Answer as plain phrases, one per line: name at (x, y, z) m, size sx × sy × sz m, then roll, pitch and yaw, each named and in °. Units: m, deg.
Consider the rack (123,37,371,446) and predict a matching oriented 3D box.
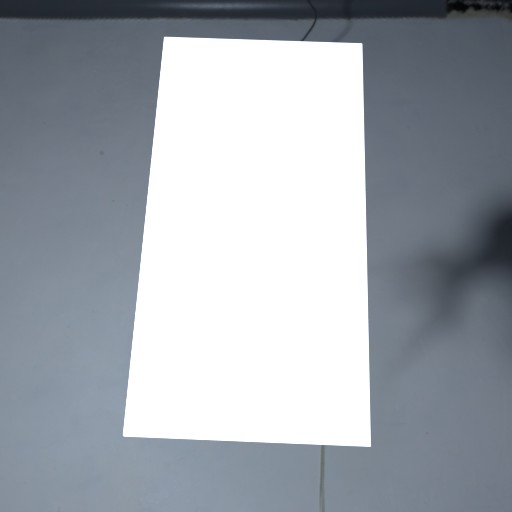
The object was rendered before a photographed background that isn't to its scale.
rack at (0.000, 0.000, 1.657) m, size 0.613 × 0.880 × 1.159 m, roll 2°, pitch 76°, yaw 1°
